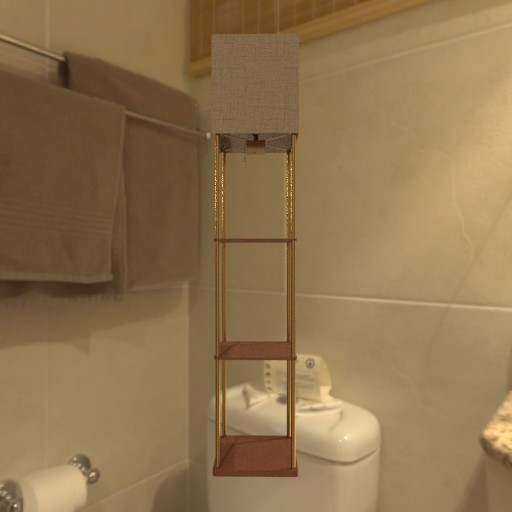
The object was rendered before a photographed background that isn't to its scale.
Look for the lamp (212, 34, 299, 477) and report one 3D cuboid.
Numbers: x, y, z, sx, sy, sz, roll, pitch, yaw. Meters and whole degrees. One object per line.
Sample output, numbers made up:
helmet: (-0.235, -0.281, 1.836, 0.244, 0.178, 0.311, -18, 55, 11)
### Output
lamp: (0.000, 0.000, 1.723, 0.310, 1.569, 0.308, 0, 0, 1)
